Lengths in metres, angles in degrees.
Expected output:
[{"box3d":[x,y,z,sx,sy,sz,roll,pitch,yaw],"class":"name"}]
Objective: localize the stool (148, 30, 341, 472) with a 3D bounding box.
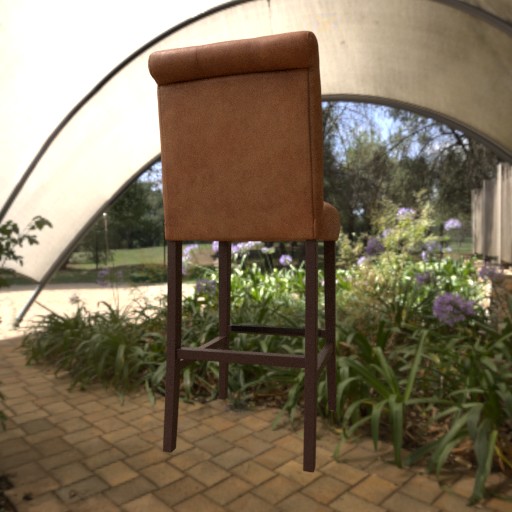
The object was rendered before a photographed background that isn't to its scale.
[{"box3d":[0.000,0.000,1.423,0.493,1.140,0.601,0,1,16],"class":"stool"}]
